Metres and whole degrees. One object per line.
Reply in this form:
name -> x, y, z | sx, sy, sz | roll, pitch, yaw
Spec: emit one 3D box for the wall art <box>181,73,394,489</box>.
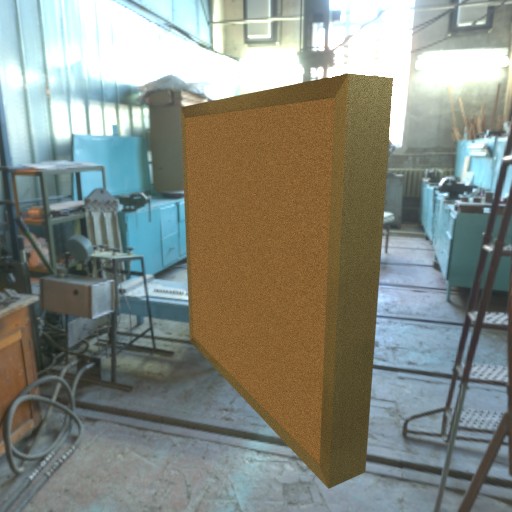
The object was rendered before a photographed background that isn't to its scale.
wall art -> 0.000, 0.000, 0.448 | 0.038, 0.305, 0.304 | -8, 16, -28
